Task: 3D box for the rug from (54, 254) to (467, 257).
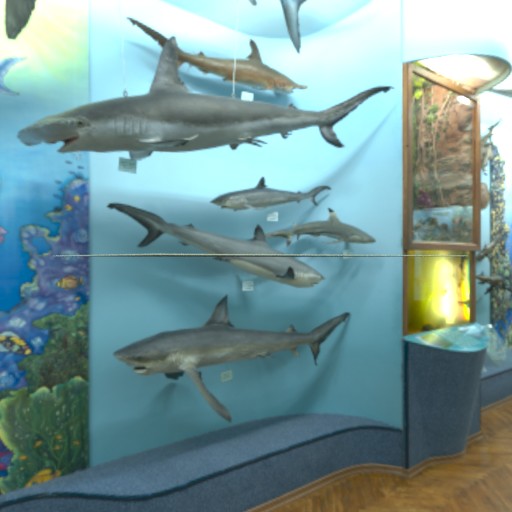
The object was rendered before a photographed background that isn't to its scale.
[{"bbox_3d":[0.000,0.000,4.151,3.045,0.008,2.421,0,0,-36],"label":"rug"}]
